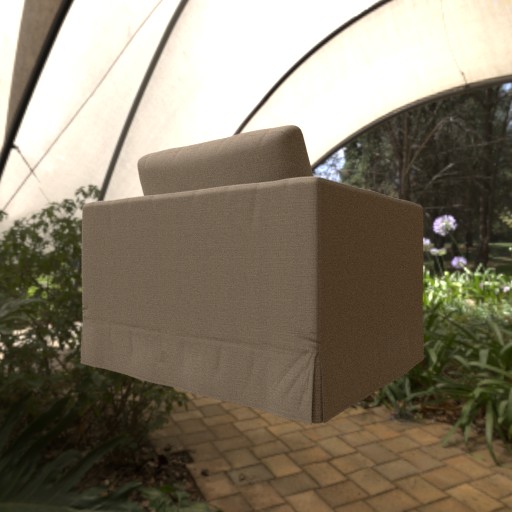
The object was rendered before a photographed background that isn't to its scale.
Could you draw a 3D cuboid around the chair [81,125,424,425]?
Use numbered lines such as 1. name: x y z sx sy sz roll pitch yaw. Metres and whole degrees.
1. chair: 0.000 0.000 1.866 1.150 0.878 0.957 0 1 37
